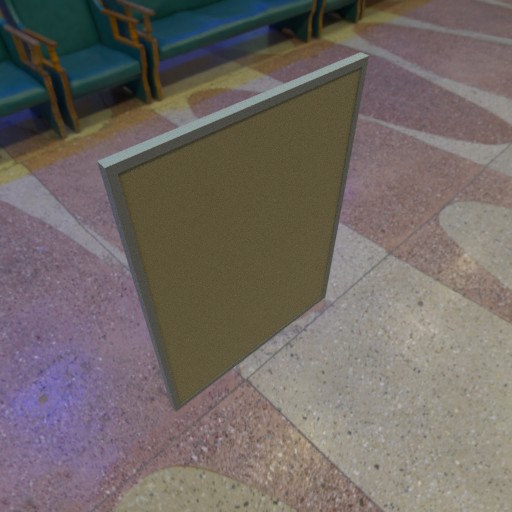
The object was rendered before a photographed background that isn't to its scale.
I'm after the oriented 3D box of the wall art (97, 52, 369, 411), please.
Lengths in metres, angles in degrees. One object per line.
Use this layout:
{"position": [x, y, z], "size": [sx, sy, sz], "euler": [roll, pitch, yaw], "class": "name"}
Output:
{"position": [0.000, 0.000, 1.399], "size": [0.789, 1.042, 0.034], "euler": [-33, 54, -28], "class": "wall art"}
